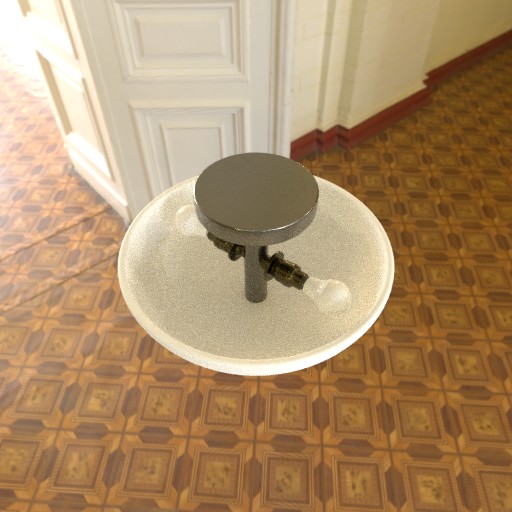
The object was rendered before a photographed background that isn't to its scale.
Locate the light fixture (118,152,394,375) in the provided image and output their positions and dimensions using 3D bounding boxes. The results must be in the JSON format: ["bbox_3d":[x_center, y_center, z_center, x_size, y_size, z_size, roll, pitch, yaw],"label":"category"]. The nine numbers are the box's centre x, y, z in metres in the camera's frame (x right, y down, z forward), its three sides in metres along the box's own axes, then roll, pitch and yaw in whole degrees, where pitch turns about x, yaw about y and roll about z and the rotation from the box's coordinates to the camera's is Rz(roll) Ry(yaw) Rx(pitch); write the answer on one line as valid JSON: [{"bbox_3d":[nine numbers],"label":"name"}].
[{"bbox_3d":[0.000,0.000,0.552,0.330,0.214,0.330,0,47,0],"label":"light fixture"}]
